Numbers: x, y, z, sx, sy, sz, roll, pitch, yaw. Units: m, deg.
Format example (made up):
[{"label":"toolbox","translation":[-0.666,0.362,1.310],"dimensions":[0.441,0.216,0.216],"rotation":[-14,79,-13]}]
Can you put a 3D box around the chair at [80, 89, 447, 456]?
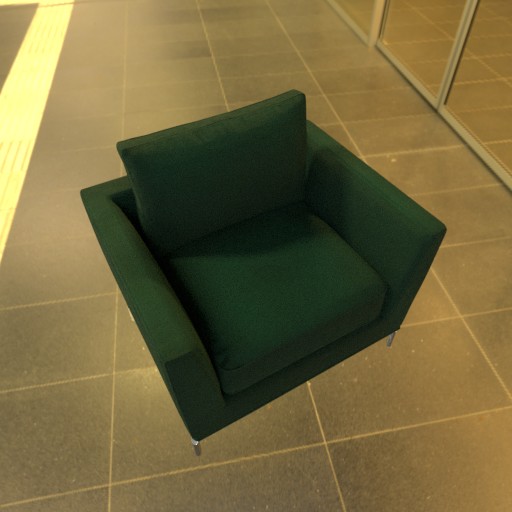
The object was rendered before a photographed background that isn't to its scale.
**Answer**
[{"label":"chair","translation":[0.000,0.000,1.755],"dimensions":[1.047,0.997,0.852],"rotation":[-23,51,-20]}]
